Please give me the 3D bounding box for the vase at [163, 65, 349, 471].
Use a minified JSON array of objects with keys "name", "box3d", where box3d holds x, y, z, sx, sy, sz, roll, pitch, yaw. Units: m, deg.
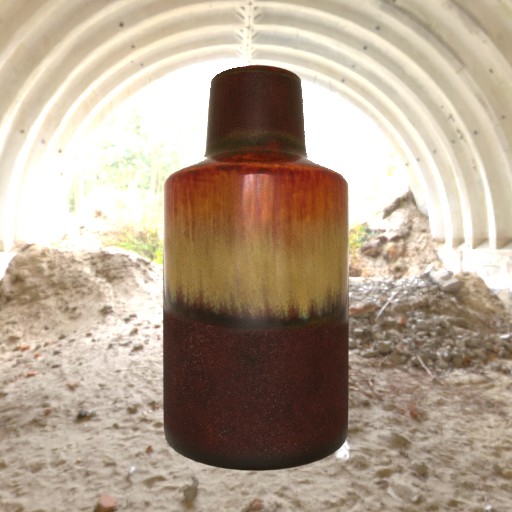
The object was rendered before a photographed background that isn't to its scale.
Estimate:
[{"name":"vase","box3d":[0.000,0.000,0.262,0.108,0.204,0.108,0,1,0]}]
